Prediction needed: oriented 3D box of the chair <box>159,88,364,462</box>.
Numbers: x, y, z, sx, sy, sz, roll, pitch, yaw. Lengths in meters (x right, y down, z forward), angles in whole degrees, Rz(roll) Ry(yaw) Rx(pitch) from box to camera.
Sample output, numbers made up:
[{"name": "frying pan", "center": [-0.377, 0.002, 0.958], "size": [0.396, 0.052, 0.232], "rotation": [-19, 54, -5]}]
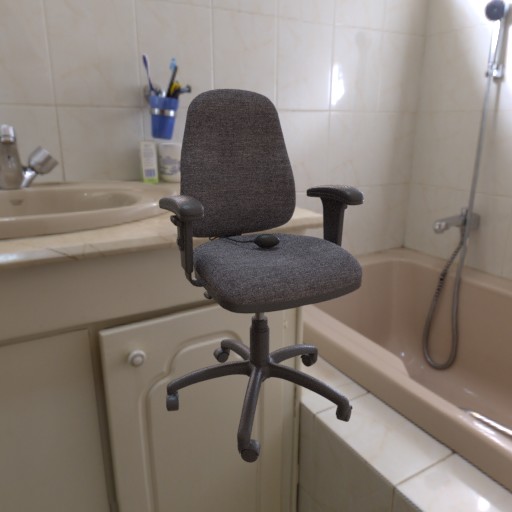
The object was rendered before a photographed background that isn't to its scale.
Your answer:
[{"name": "chair", "center": [0.000, 0.000, 1.257], "size": [0.550, 0.910, 0.530], "rotation": [-8, 18, -26]}]
